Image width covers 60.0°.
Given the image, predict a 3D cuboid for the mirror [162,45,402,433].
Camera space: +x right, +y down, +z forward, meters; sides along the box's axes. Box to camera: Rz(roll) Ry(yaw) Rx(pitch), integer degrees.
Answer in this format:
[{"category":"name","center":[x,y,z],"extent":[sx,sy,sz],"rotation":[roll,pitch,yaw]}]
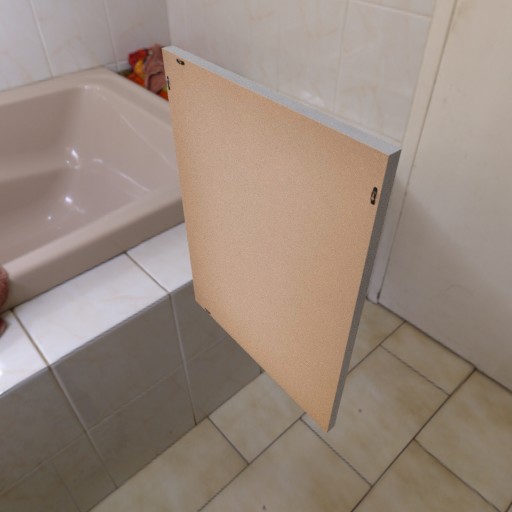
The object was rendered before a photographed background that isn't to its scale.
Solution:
[{"category":"mirror","center":[0.000,0.000,1.336],"extent":[0.041,1.016,0.762],"rotation":[-29,50,-29]}]
